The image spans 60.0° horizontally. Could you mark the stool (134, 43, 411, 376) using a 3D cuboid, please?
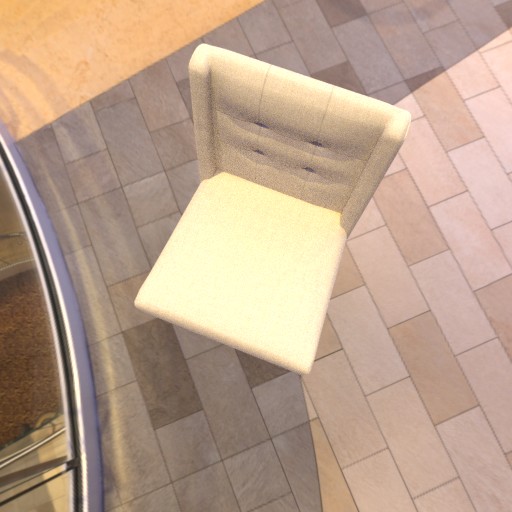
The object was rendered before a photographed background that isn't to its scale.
[{"bbox_3d":[0.000,0.000,1.227,0.474,0.939,0.509,21,76,5],"label":"stool"}]
